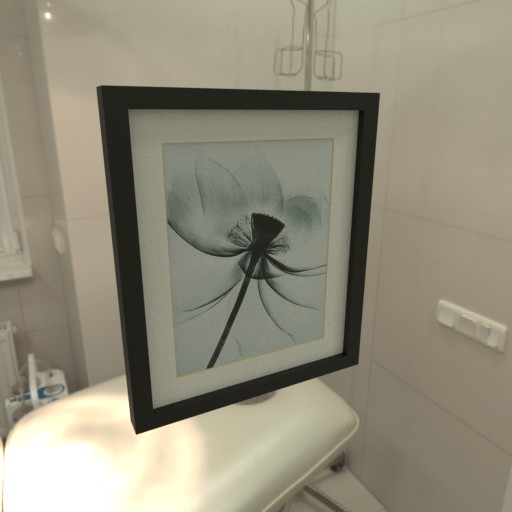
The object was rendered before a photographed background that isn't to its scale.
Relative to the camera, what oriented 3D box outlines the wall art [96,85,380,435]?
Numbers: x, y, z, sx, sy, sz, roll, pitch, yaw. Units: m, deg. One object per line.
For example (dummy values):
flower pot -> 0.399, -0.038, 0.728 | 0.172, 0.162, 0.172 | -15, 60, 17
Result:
wall art -> 0.000, 0.000, 0.543 | 0.330, 0.381, 0.029 | -9, 20, -26
